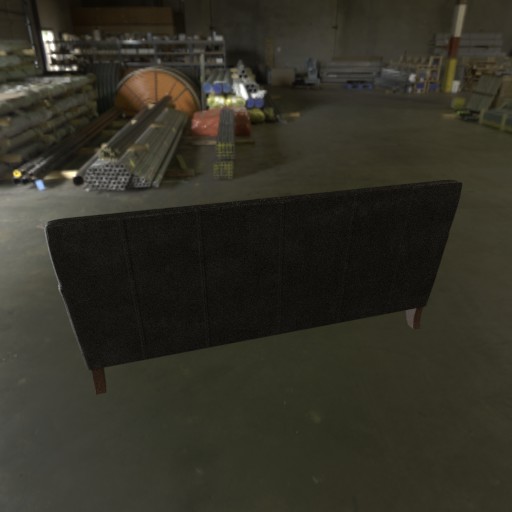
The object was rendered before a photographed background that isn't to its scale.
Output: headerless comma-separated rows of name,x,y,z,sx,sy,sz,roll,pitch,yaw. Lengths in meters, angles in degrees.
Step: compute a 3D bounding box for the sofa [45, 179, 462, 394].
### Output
sofa,0.000,0.000,2.591,2.053,0.947,0.805,-8,27,-16
